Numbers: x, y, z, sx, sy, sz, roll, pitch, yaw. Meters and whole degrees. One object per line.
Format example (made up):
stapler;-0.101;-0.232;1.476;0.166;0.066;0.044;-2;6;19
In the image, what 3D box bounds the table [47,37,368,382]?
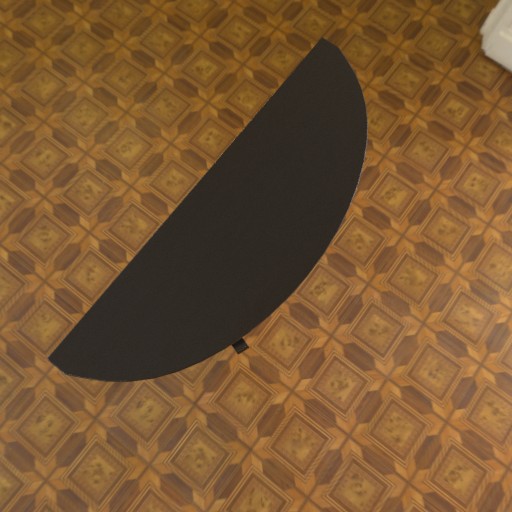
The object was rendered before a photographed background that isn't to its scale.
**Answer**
table;0.000;0.000;1.523;0.394;0.692;1.198;36;78;9
